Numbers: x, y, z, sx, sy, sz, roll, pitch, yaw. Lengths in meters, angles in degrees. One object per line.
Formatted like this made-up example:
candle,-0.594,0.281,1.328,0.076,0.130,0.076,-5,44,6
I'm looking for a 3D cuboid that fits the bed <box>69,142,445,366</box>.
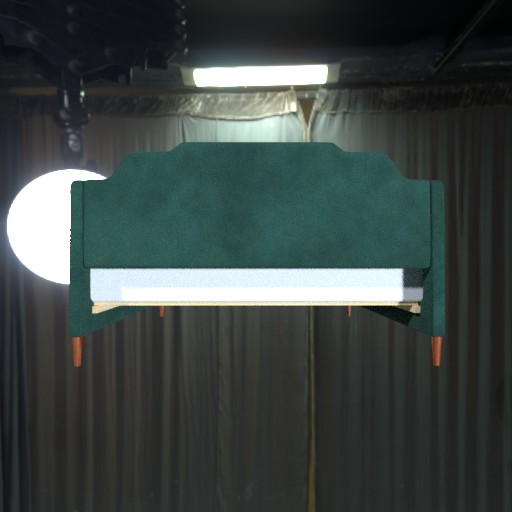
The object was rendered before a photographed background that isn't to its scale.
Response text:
bed,0.000,0.000,3.605,2.074,1.245,2.340,0,-1,0
